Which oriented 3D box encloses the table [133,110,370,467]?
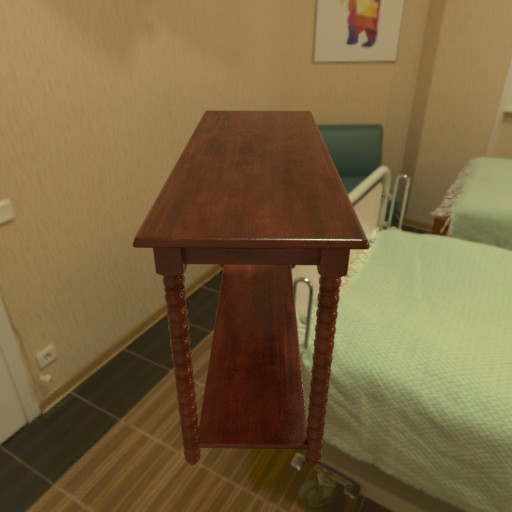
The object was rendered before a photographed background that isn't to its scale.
[{"bbox_3d":[0.000,0.000,1.537,0.459,0.740,1.184,0,30,1],"label":"table"}]
